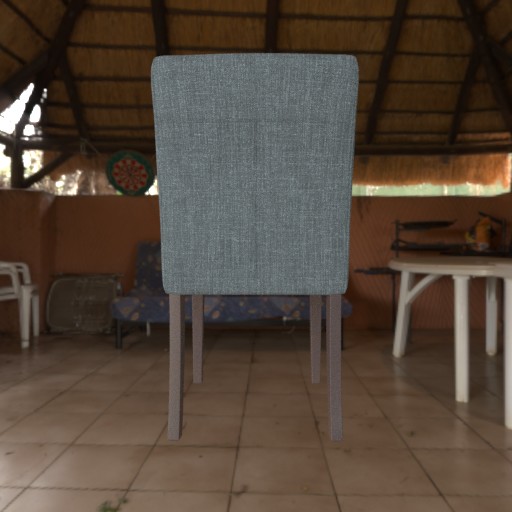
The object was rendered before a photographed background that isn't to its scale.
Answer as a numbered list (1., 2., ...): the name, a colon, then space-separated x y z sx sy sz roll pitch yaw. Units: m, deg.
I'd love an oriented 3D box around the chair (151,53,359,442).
1. chair: 0.000 0.000 1.243 0.487 0.884 0.629 0 1 1
